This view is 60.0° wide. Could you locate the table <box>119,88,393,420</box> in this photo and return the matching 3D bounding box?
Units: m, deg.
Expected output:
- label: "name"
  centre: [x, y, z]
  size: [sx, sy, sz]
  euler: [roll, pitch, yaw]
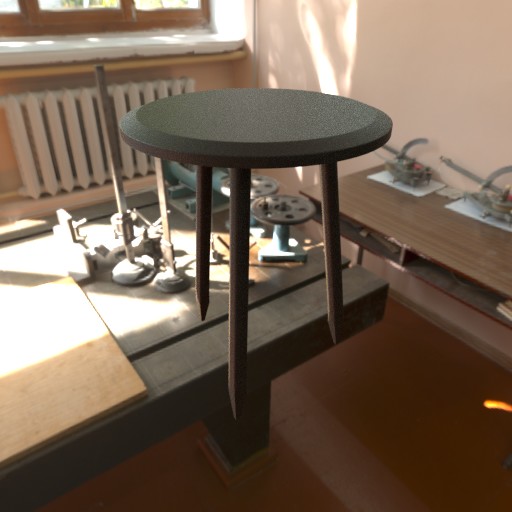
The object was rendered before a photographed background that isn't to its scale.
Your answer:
- label: "table"
  centre: [0.000, 0.000, 0.909]
  size: [0.457, 0.585, 0.457]
  euler: [0, 30, 0]
